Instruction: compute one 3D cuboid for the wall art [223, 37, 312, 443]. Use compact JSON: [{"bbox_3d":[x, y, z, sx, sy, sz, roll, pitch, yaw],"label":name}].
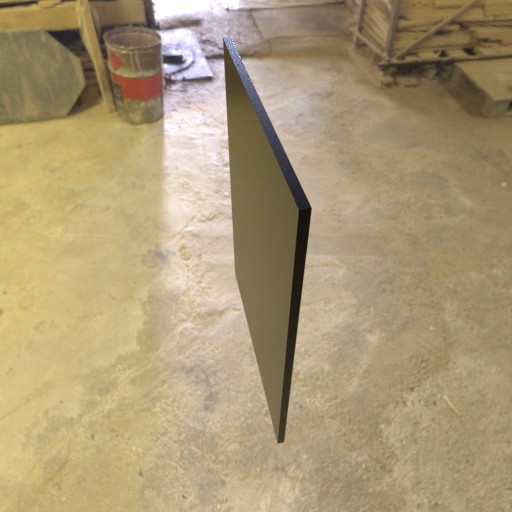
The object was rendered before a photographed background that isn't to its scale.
[{"bbox_3d":[0.000,0.000,0.785,0.013,0.582,0.442,-9,47,-9],"label":"wall art"}]
